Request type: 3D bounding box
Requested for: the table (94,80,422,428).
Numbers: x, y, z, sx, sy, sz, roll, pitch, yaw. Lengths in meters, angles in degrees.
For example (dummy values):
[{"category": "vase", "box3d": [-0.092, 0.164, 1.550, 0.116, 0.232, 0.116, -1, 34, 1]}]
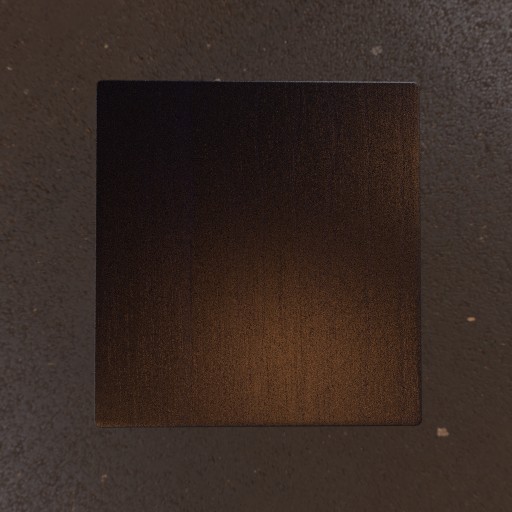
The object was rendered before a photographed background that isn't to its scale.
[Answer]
[{"category": "table", "box3d": [0.000, 0.000, 0.959, 0.500, 0.567, 0.533, 0, 89, -1]}]
